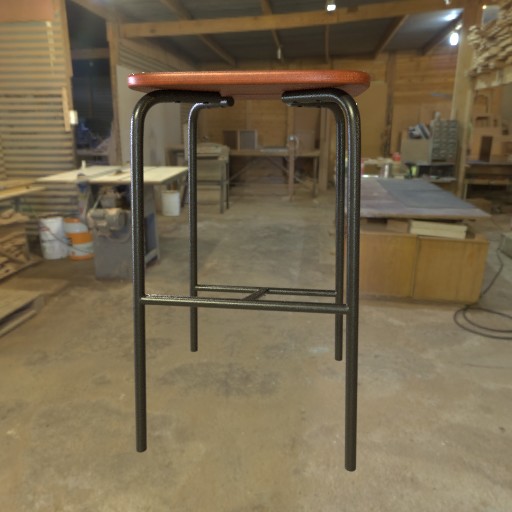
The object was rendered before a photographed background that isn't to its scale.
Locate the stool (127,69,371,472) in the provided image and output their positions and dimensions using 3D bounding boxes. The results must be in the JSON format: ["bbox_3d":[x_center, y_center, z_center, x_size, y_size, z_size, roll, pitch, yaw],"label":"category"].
[{"bbox_3d":[0.000,0.000,0.836,0.376,0.610,0.376,2,16,7],"label":"stool"}]
